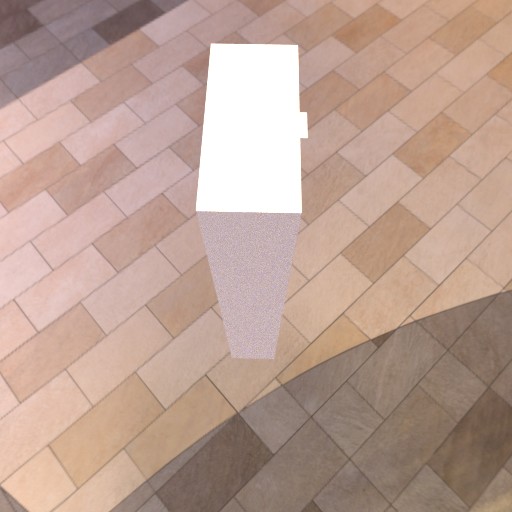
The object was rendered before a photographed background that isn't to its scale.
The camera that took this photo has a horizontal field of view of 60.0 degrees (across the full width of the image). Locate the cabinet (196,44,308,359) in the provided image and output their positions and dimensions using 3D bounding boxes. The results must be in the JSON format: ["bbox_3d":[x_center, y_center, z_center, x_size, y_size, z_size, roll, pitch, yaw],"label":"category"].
[{"bbox_3d":[0.000,0.000,1.835,0.255,1.630,0.520,1,66,1],"label":"cabinet"}]
